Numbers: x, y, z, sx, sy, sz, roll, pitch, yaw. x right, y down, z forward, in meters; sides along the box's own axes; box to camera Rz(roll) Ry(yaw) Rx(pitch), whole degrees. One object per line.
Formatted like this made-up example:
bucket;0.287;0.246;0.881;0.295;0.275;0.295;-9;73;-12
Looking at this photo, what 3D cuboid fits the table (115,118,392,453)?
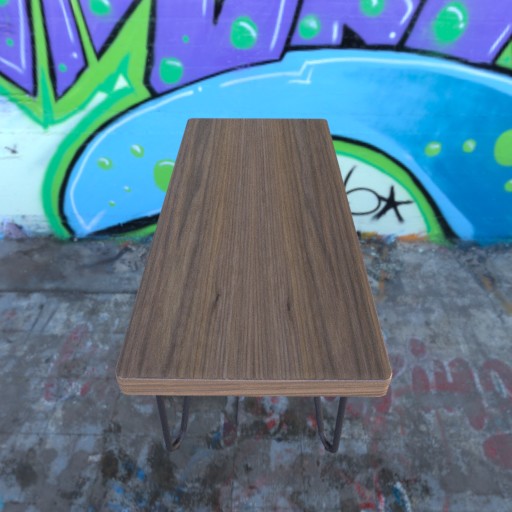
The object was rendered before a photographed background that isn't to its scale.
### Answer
table;0.000;0.000;1.664;0.637;0.468;1.375;0;41;0
